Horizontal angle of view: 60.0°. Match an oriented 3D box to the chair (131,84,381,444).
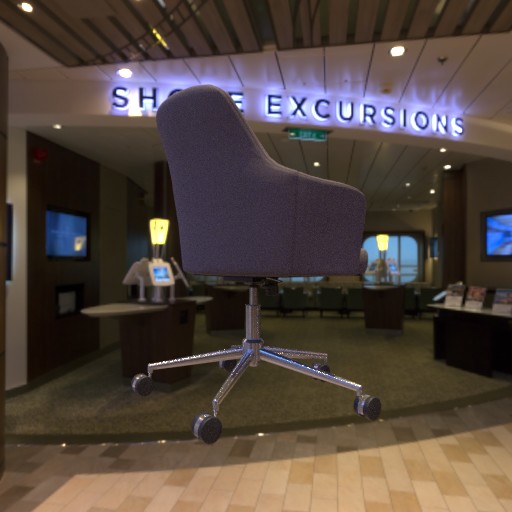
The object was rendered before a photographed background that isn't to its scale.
[{"bbox_3d":[0.000,0.000,1.294,0.600,0.820,0.655,0,0,-36],"label":"chair"}]
